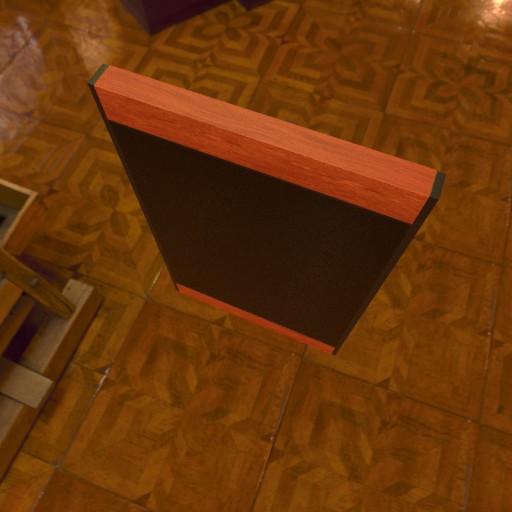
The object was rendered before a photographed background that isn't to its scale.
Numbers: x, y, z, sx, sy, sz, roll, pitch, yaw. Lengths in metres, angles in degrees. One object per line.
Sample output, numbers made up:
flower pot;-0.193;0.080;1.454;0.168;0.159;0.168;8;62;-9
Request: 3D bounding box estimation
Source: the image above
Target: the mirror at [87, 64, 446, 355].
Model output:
mirror;0.000;0.000;0.987;0.525;0.823;0.047;21;66;10
